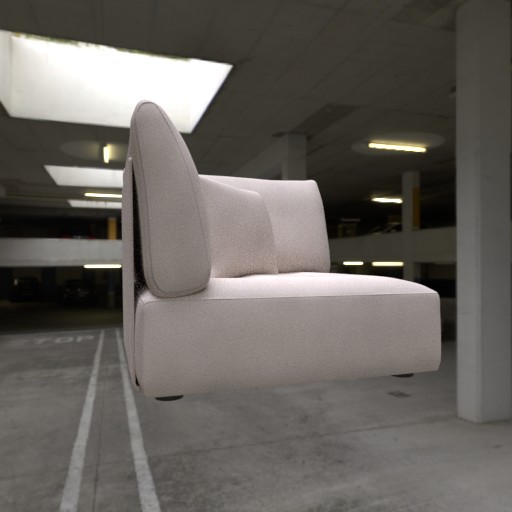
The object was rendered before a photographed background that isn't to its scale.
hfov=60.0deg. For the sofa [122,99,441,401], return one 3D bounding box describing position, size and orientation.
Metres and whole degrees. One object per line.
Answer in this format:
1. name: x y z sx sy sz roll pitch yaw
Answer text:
1. sofa: 0.000 0.000 1.752 1.000 0.820 1.000 0 -1 -18
